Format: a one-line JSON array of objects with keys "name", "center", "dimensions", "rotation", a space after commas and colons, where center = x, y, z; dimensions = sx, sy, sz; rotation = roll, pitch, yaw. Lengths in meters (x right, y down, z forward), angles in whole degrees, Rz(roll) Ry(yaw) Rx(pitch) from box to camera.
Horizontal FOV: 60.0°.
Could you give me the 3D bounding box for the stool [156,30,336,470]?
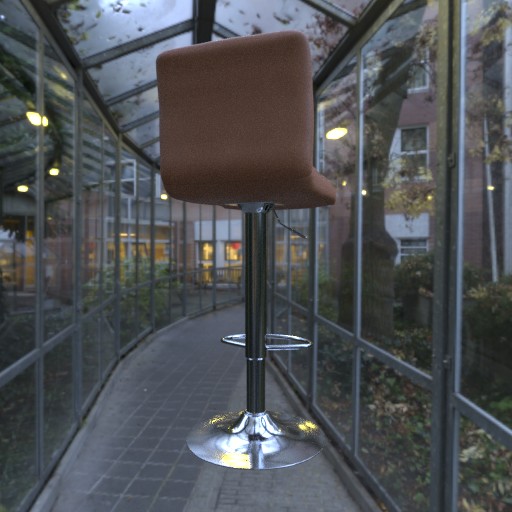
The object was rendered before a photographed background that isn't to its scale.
[{"name": "stool", "center": [0.000, 0.000, 1.357], "dimensions": [0.430, 1.115, 0.505], "rotation": [0, 0, 18]}]
